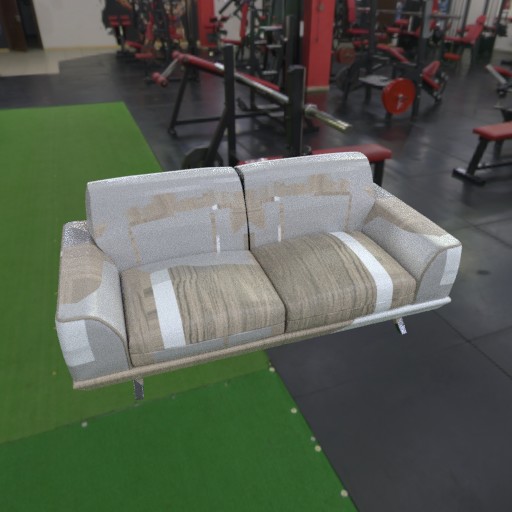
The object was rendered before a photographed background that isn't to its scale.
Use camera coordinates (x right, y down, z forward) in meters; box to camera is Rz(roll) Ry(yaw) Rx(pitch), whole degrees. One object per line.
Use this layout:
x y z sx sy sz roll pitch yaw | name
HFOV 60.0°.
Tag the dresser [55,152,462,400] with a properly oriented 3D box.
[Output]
0.000 0.000 5.739 4.679 1.863 2.251 -10 33 -16 | dresser
